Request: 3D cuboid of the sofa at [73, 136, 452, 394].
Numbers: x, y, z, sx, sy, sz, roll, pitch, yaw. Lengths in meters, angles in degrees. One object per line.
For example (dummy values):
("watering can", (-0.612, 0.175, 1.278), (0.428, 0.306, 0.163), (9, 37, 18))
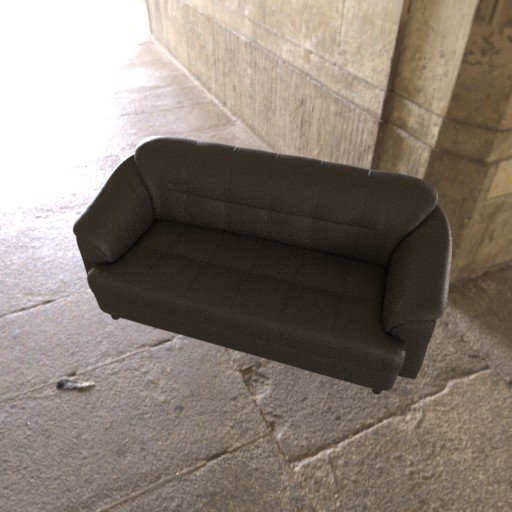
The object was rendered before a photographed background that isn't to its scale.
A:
("sofa", (0.000, 0.000, 2.312), (1.829, 0.811, 0.800), (13, 42, 14))
